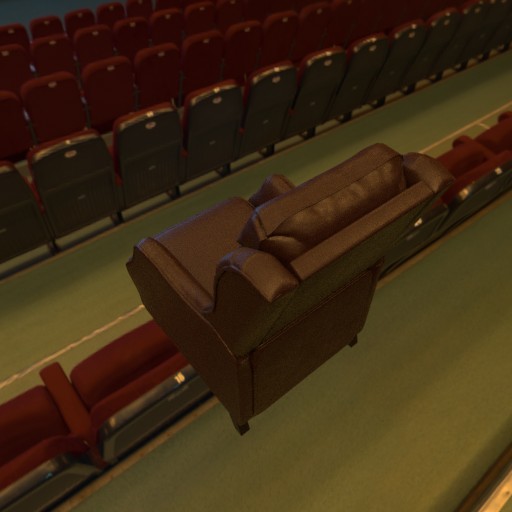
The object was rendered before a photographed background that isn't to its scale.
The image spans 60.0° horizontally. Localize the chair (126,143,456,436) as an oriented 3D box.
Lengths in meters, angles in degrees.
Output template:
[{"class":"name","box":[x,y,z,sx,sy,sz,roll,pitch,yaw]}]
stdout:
[{"class":"chair","box":[0.000,0.000,1.758,0.770,1.132,0.982,-31,53,-26]}]
